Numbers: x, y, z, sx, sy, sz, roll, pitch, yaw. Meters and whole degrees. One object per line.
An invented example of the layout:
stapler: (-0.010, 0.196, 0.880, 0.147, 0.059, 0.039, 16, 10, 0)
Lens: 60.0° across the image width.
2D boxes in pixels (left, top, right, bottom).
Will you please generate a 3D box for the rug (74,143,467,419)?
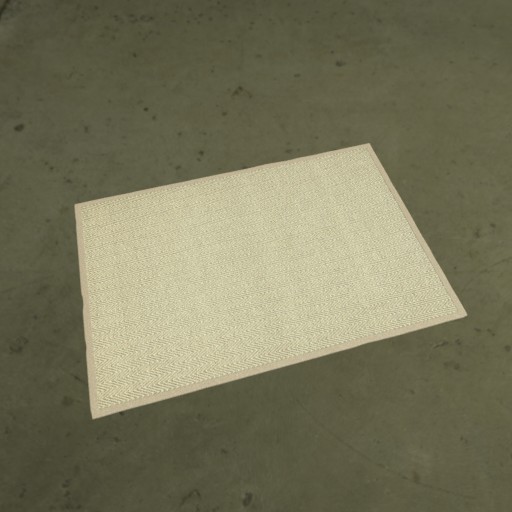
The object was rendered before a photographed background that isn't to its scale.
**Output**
rug: (0.000, 0.000, 2.961, 2.290, 0.021, 1.540, -13, 59, -8)
